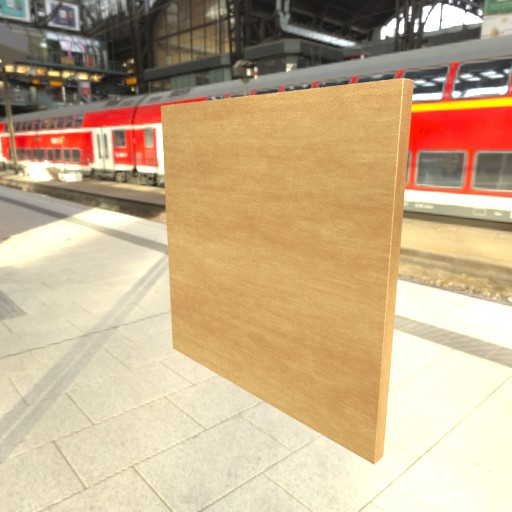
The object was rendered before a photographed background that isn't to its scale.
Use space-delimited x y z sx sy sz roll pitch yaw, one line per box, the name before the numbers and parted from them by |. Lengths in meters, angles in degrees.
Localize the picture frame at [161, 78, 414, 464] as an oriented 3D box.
picture frame | 0.000 0.000 1.116 0.037 0.761 0.758 -13 19 -42
